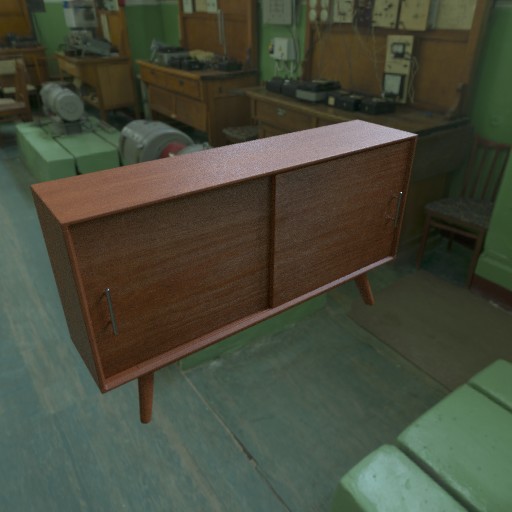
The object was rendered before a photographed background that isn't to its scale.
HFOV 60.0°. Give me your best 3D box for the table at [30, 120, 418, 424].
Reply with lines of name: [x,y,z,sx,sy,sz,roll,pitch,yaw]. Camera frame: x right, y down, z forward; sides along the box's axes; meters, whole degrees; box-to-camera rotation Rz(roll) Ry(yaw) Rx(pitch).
table: [0.000,0.000,1.516,1.220,0.698,0.308,-20,36,-31]
